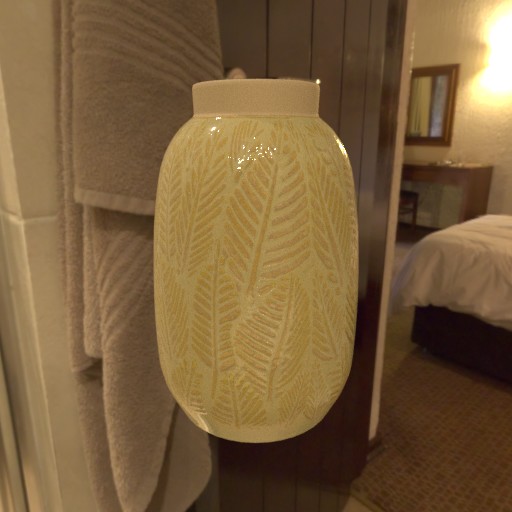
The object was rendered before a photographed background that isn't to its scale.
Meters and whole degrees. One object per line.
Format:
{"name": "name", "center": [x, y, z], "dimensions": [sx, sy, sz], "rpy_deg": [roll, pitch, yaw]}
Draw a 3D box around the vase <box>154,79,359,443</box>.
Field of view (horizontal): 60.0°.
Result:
{"name": "vase", "center": [0.000, 0.000, 0.375], "dimensions": [0.172, 0.270, 0.172], "rpy_deg": [0, 16, 0]}
